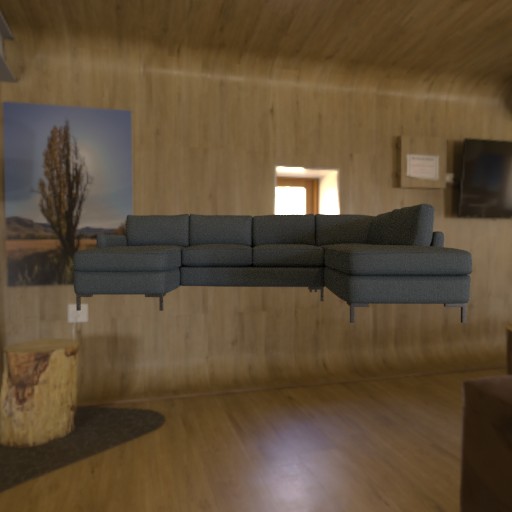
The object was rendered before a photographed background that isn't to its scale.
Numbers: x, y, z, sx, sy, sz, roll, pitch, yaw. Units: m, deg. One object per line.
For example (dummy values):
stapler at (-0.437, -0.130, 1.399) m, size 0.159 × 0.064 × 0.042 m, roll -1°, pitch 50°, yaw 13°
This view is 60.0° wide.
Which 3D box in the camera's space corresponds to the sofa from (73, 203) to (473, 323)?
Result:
sofa at (0.000, 0.000, 3.955) m, size 2.975 × 0.858 × 1.984 m, roll 0°, pitch 2°, yaw 0°
